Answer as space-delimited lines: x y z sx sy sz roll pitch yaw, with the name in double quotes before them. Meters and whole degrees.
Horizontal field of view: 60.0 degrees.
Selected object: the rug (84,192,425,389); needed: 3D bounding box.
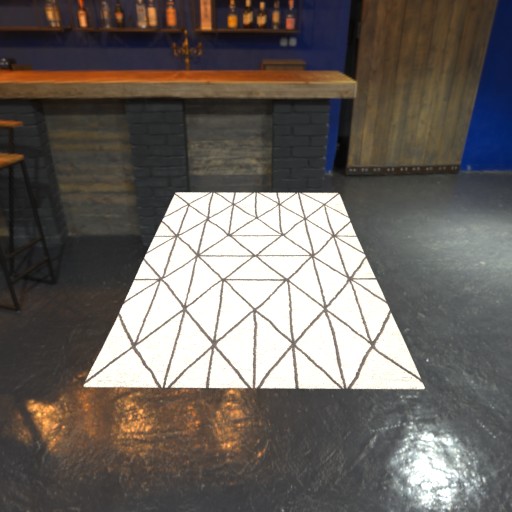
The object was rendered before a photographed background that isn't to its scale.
"rug" 0.000 0.000 3.059 1.526 0.008 2.465 0 29 0
